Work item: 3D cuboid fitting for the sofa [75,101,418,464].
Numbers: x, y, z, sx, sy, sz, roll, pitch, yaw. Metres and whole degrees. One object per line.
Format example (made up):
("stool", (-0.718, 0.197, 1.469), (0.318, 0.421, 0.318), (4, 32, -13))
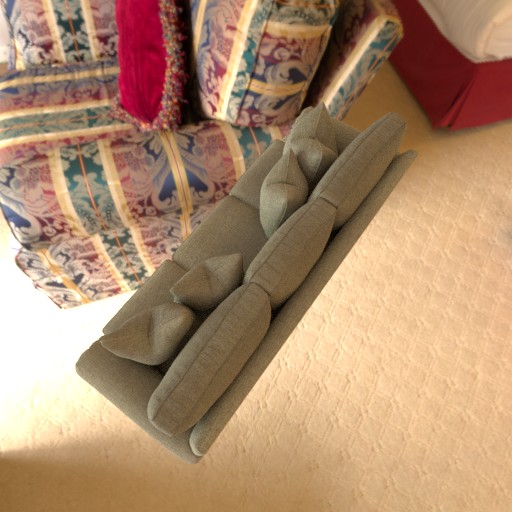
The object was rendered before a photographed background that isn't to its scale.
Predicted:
("sofa", (0.000, 0.000, 2.747), (0.965, 0.975, 2.312), (33, 68, 15))
